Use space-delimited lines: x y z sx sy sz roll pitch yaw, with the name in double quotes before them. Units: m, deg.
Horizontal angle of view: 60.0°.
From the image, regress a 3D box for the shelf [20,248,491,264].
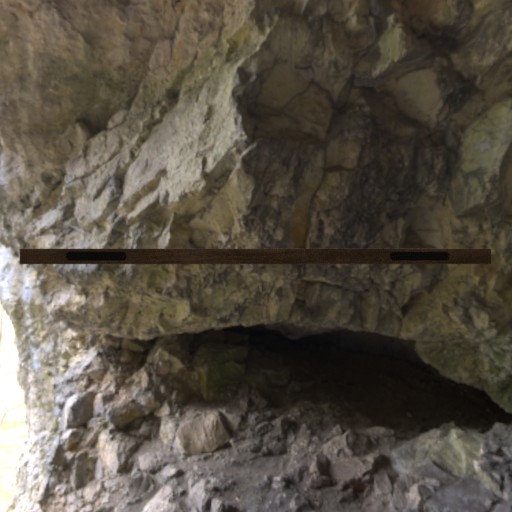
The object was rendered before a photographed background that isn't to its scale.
"shelf" 0.000 0.000 0.642 0.610 0.020 0.140 0 0 0
